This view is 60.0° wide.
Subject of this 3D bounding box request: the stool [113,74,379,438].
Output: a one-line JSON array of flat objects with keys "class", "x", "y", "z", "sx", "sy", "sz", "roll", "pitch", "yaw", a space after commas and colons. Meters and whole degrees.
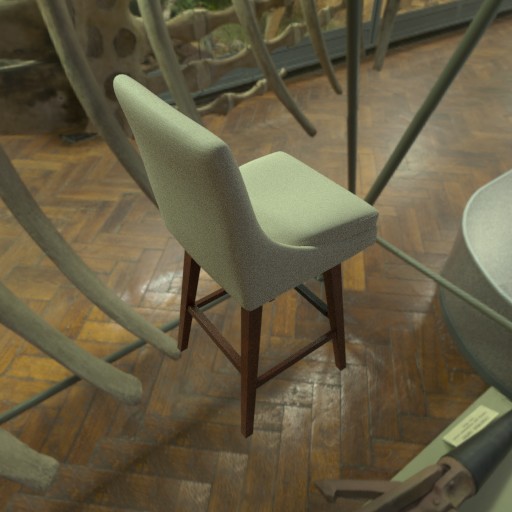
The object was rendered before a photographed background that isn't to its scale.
[{"class": "stool", "x": 0.000, "y": 0.000, "z": 1.371, "sx": 0.559, "sy": 1.097, "sz": 0.470, "roll": -26, "pitch": 48, "yaw": -27}]
